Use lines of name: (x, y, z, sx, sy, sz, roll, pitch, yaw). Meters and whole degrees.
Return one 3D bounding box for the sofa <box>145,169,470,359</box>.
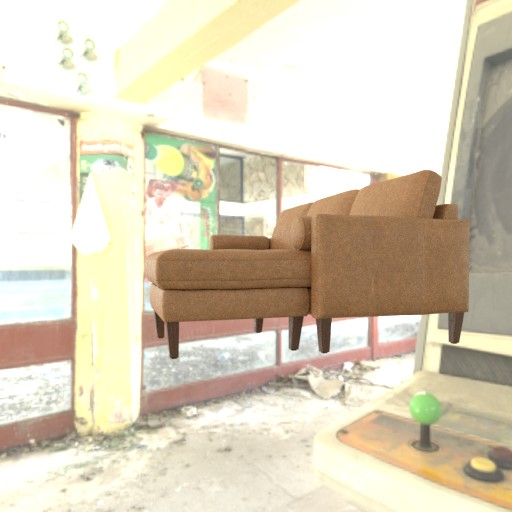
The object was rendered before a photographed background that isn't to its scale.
sofa: (0.000, 0.000, 2.958, 1.506, 0.876, 2.178, 0, 0, -18)
